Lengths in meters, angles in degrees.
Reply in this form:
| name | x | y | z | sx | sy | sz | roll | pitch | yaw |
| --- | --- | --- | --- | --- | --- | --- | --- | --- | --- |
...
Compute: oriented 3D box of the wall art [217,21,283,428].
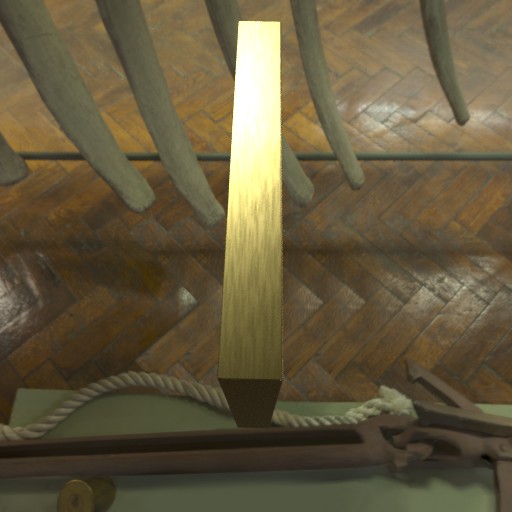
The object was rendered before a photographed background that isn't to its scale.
| name | x | y | z | sx | sy | sz | roll | pitch | yaw |
| --- | --- | --- | --- | --- | --- | --- | --- | --- | --- |
| wall art | 0.000 | 0.000 | 0.454 | 0.037 | 0.305 | 0.305 | 1 | 64 | 1 |
